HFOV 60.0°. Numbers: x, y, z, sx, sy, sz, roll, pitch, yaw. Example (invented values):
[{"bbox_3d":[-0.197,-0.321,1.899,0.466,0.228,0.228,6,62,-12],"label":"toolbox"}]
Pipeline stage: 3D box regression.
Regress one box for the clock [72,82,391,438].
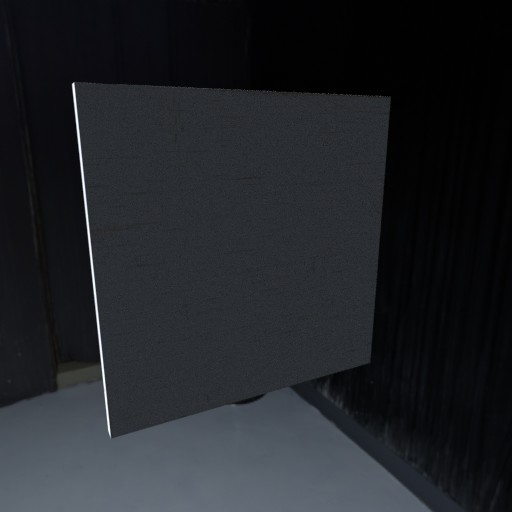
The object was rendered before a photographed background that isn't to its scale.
[{"bbox_3d":[0.000,0.000,1.010,0.705,0.705,0.032,-8,17,-26],"label":"clock"}]
